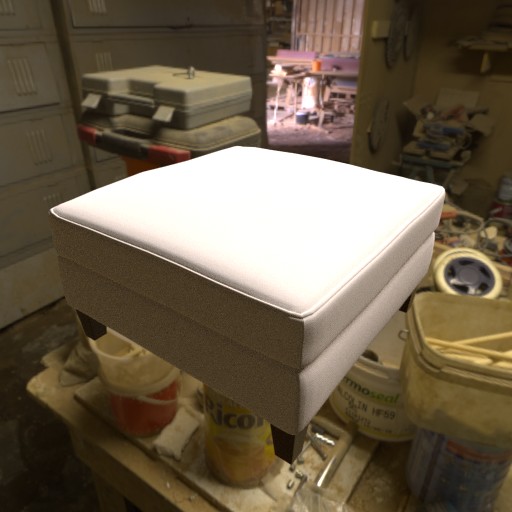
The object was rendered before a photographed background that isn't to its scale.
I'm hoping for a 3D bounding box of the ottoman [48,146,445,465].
[{"bbox_3d":[0.000,0.000,1.345,0.838,0.479,0.838,19,34,32],"label":"ottoman"}]
